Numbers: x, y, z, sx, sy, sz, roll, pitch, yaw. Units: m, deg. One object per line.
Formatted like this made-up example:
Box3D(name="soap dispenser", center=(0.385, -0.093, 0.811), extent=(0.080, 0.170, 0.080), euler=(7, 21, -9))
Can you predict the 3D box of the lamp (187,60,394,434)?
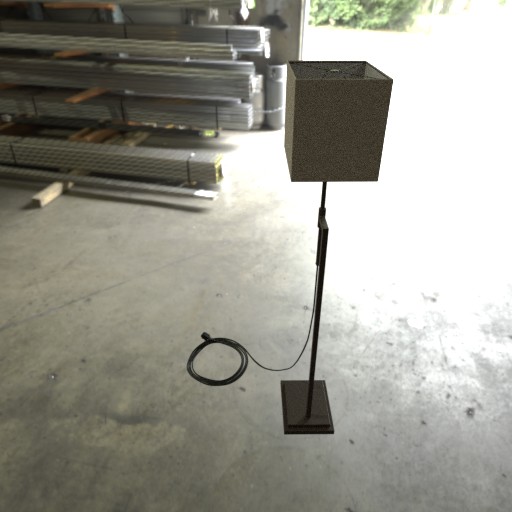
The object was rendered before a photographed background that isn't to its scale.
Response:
Box3D(name="lamp", center=(0.000, 0.000, 1.965), extent=(0.774, 1.600, 0.698), euler=(0, 32, 0))
